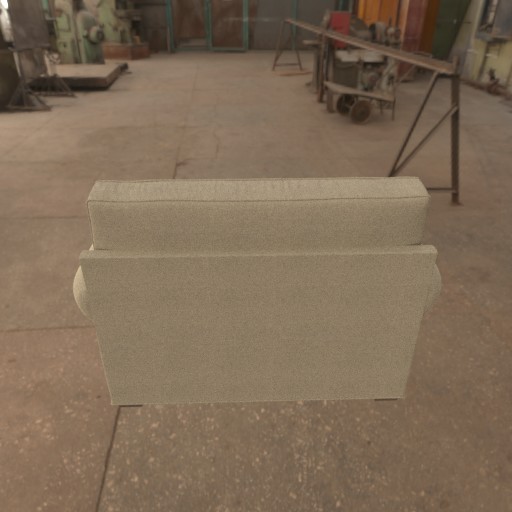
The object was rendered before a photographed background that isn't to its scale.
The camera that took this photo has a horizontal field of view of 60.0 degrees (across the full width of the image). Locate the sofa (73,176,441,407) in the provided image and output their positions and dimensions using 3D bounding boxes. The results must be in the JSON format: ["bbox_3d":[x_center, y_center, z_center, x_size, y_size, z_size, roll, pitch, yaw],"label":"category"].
[{"bbox_3d":[0.000,0.000,2.049,1.405,0.991,0.936,-1,31,-2],"label":"sofa"}]
